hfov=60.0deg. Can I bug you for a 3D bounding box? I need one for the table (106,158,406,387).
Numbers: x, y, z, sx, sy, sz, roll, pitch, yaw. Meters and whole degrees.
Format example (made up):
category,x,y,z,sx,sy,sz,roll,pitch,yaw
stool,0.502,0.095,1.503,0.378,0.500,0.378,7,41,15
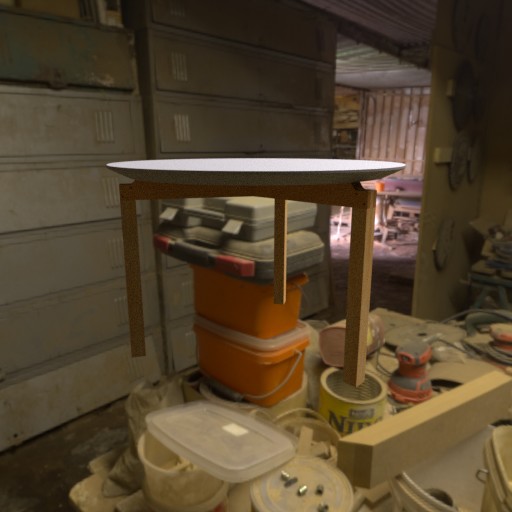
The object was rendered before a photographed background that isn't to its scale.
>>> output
category,x,y,z,sx,sy,sz,roll,pitch,yaw
table,0.000,0.000,0.983,0.600,0.405,0.600,0,14,0
